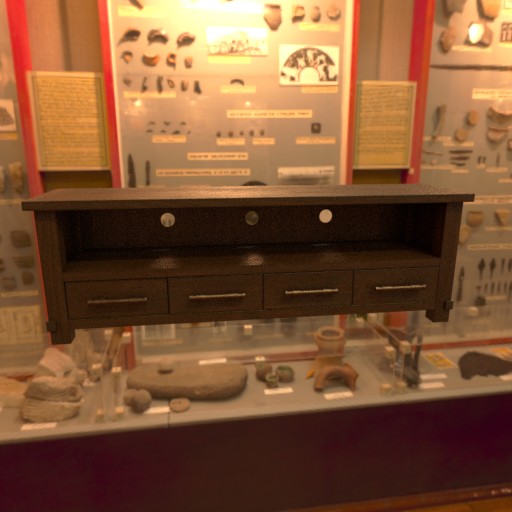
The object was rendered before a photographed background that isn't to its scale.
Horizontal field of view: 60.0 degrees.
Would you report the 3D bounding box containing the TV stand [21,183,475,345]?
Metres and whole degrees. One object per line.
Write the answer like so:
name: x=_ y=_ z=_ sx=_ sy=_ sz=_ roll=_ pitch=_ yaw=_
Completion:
TV stand: x=0.000 y=0.000 z=2.102 sx=1.866 sy=0.615 sz=0.471 roll=-2 pitch=15 yaw=-8
